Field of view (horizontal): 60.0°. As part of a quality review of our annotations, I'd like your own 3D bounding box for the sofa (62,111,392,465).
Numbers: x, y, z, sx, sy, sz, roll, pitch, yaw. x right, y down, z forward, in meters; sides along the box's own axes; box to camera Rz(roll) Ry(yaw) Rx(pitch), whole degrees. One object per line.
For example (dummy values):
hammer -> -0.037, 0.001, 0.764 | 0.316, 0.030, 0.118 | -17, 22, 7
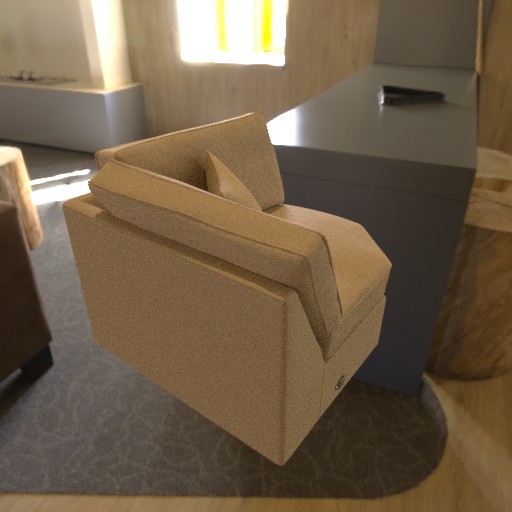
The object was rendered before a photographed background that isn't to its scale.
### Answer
sofa -> 0.000, 0.000, 1.869 | 1.050, 0.937, 1.042 | 22, 37, 32
